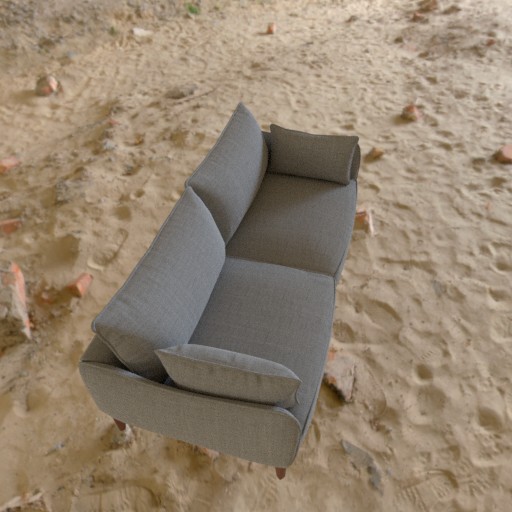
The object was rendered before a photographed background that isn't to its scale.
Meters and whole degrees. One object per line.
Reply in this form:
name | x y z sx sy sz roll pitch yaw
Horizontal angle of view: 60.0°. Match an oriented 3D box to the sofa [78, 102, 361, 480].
sofa | 0.000 0.000 2.443 0.972 0.851 1.989 12 48 11
